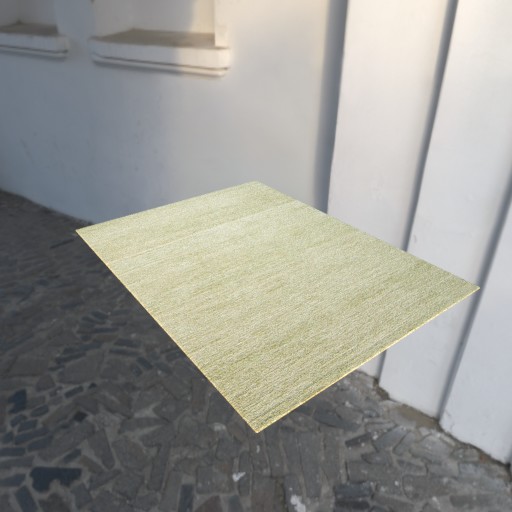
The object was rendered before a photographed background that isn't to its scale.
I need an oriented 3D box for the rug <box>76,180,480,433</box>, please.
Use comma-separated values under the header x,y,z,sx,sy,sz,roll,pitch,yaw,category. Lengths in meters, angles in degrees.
x,y,z,sx,sy,sz,roll,pitch,yaw,category
0.000,0.000,4.283,2.425,0.016,3.198,-21,37,-31,rug
